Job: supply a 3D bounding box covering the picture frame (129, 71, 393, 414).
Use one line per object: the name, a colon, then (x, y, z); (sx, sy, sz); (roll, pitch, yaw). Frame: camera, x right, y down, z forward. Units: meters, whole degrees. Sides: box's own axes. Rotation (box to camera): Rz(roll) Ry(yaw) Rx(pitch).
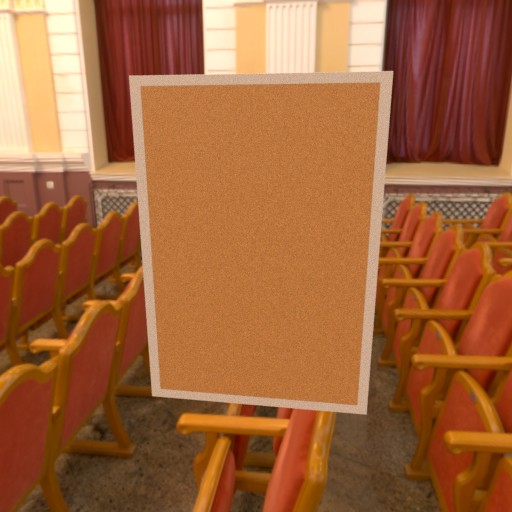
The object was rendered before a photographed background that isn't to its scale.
picture frame: (0.000, 0.000, 1.228); (0.659, 0.940, 0.013); (2, 16, 8)
